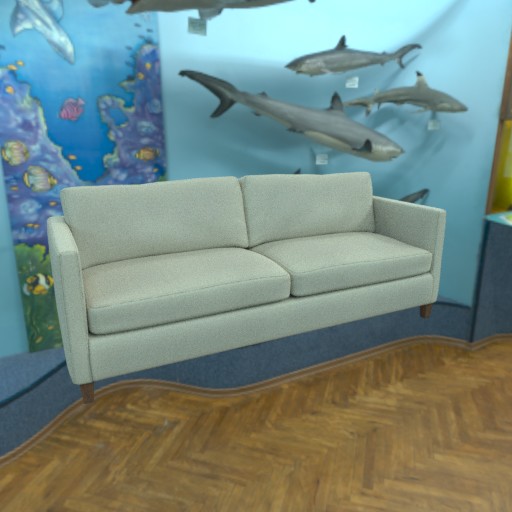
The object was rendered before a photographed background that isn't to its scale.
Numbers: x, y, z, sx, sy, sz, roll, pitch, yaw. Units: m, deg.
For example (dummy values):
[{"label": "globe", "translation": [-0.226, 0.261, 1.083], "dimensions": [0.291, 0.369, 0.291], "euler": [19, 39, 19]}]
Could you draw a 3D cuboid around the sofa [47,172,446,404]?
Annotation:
[{"label": "sofa", "translation": [0.000, 0.000, 2.832], "dimensions": [2.361, 0.968, 0.951], "euler": [-8, 18, -25]}]
